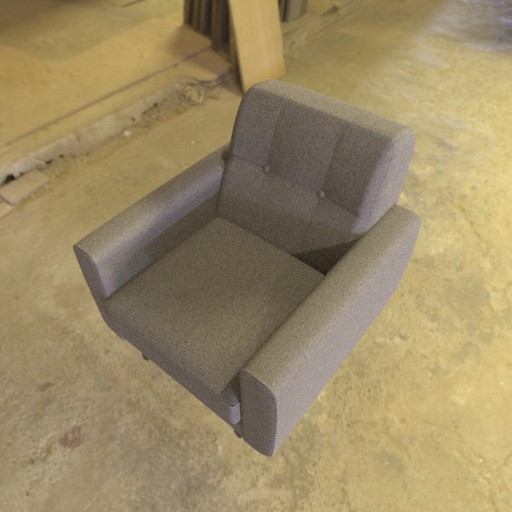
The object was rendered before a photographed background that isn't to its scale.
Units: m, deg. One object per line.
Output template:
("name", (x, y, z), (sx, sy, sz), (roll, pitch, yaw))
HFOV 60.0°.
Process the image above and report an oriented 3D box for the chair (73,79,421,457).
("chair", (0.000, 0.000, 1.544), (0.831, 0.839, 0.907), (30, 54, 26))
